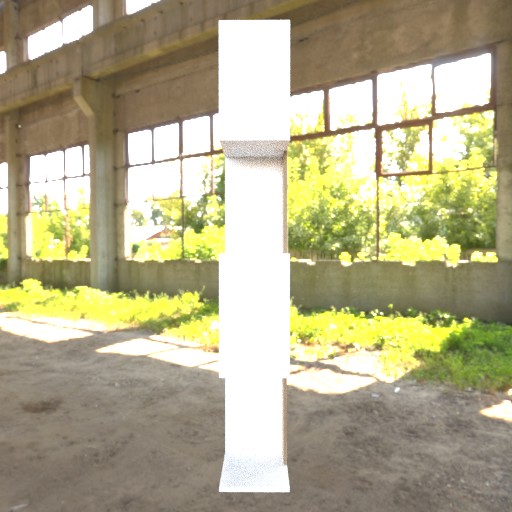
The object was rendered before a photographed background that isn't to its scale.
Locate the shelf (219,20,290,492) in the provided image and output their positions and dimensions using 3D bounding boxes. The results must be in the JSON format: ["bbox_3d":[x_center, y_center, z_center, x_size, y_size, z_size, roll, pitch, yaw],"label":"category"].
[{"bbox_3d":[0.000,0.000,1.994,0.250,1.650,0.890,0,1,1],"label":"shelf"}]
